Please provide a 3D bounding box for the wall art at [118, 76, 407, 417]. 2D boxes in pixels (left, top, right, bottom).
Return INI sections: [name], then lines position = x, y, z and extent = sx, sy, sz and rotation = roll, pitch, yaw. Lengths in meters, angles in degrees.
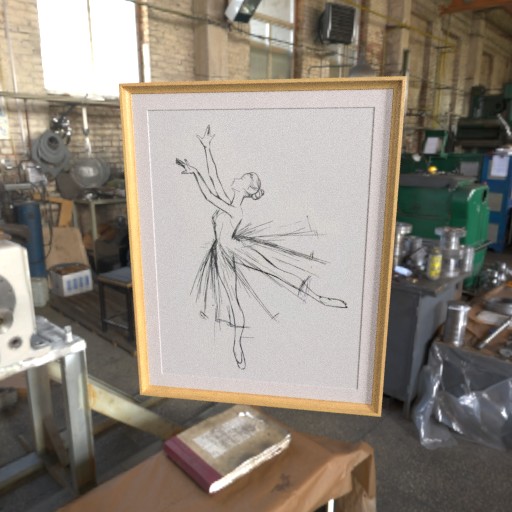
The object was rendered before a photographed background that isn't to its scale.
[wall art]
position = 0.000, 0.000, 1.348
extent = 0.798, 1.002, 0.030
rotation = 2, 14, 9
